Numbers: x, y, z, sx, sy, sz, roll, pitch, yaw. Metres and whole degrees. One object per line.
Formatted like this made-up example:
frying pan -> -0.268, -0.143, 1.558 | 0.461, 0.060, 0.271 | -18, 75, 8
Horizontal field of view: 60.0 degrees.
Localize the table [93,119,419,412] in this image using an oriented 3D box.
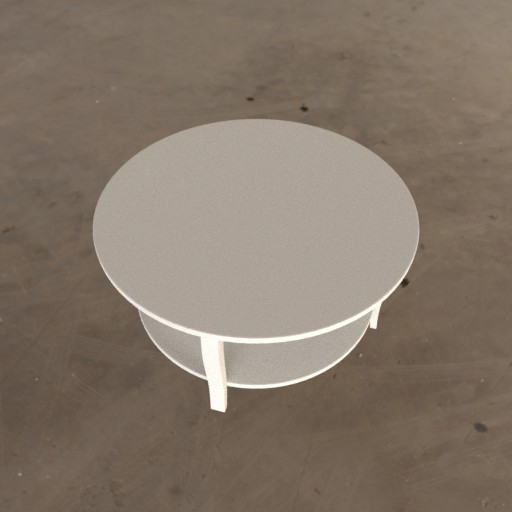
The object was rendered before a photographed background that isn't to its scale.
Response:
table -> 0.000, 0.000, 1.440 | 0.910, 0.457, 0.910 | 0, 47, 0
